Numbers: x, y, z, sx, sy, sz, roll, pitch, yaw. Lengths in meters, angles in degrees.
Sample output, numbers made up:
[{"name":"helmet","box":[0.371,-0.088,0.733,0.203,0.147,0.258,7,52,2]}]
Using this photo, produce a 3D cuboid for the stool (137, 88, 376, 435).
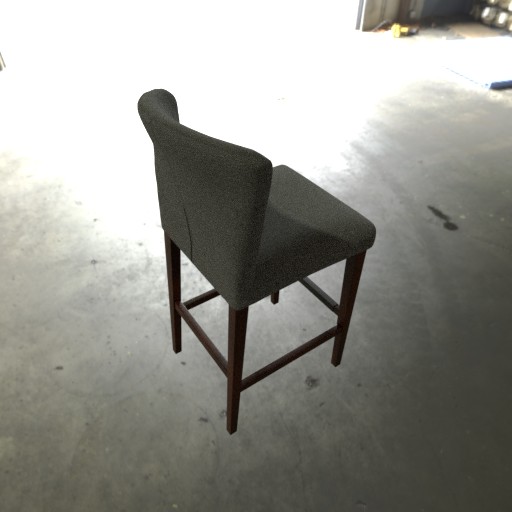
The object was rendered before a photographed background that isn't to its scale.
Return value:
[{"name":"stool","box":[0.000,0.000,1.425,0.568,1.069,0.486,-24,46,-26]}]
